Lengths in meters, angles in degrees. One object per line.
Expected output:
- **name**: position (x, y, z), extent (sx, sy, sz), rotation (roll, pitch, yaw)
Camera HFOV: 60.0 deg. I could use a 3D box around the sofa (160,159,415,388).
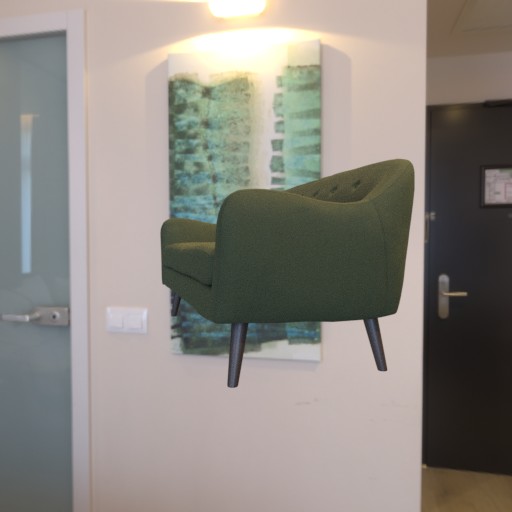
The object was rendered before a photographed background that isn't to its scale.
- **sofa**: position (0.000, 0.000, 2.314), extent (0.820, 0.836, 1.840), rotation (-1, 2, -18)
